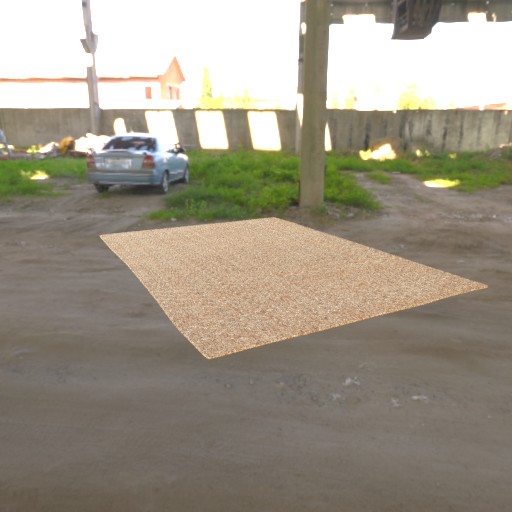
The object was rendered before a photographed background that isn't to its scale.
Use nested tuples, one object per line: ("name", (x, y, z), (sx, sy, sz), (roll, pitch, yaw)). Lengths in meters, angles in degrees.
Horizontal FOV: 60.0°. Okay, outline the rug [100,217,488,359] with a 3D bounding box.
("rug", (0.000, 0.000, 2.772), (1.566, 0.013, 2.141), (-8, 18, -28))
